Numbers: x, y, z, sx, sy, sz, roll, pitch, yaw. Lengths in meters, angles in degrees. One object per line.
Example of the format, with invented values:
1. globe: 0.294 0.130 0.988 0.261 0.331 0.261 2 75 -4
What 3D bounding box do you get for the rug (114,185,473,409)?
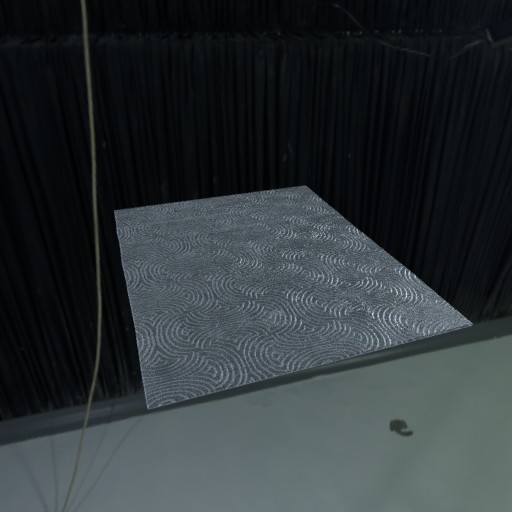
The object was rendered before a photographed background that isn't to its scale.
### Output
1. rug: 0.000 0.000 4.266 2.456 0.021 3.042 -10 32 -16
